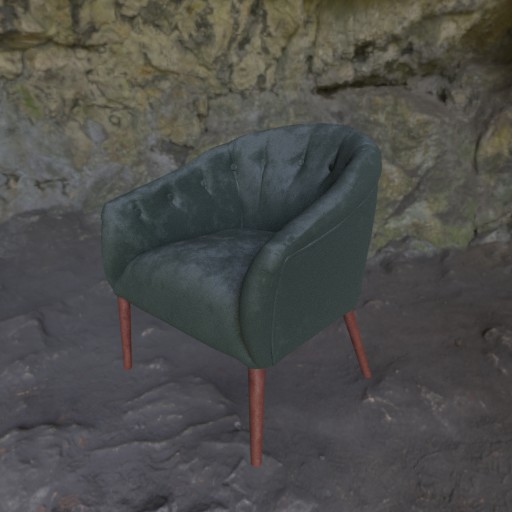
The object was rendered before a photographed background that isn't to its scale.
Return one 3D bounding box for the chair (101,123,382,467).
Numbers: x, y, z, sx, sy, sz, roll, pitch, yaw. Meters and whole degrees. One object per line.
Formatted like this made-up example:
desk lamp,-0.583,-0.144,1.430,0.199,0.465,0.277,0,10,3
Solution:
chair,0.000,0.000,1.542,0.776,0.885,0.851,-16,23,-42
